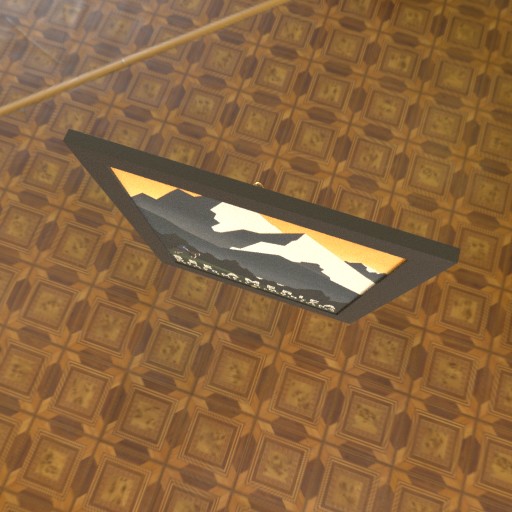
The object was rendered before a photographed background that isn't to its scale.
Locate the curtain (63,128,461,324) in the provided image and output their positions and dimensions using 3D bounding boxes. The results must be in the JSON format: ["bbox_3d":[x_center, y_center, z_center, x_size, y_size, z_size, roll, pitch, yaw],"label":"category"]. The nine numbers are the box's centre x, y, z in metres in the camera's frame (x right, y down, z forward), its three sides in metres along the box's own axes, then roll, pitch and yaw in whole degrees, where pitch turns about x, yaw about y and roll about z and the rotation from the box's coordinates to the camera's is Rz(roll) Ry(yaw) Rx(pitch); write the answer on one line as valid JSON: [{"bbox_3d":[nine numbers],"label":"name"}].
[{"bbox_3d":[0.000,0.000,0.800,0.483,0.585,0.027,18,75,5],"label":"curtain"}]
